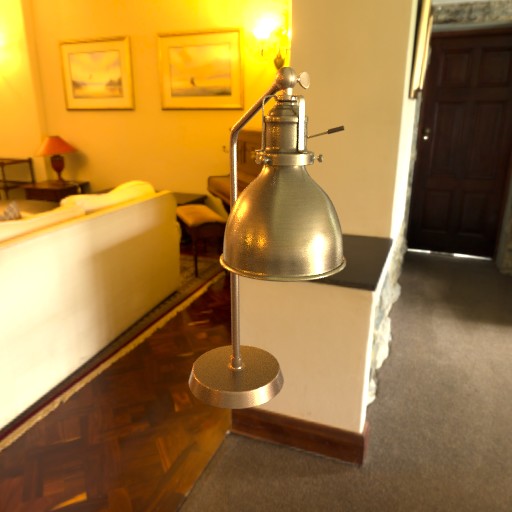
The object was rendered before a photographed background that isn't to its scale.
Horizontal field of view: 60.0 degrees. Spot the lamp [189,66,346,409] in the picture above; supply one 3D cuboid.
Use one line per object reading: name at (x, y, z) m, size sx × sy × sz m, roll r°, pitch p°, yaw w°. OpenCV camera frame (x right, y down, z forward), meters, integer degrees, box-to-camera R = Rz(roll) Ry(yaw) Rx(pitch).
lamp at (0.000, 0.000, 0.592) m, size 0.153 × 0.456 × 0.286 m, roll -9°, pitch 20°, yaw -27°
